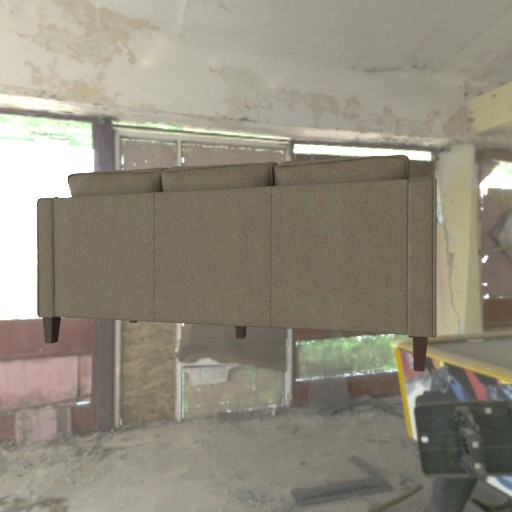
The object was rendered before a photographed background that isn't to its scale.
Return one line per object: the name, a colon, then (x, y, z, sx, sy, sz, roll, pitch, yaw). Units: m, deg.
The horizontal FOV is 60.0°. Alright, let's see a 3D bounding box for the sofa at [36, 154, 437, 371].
sofa: (0.000, 0.000, 3.243, 2.317, 1.081, 1.858, 0, 0, 18)
